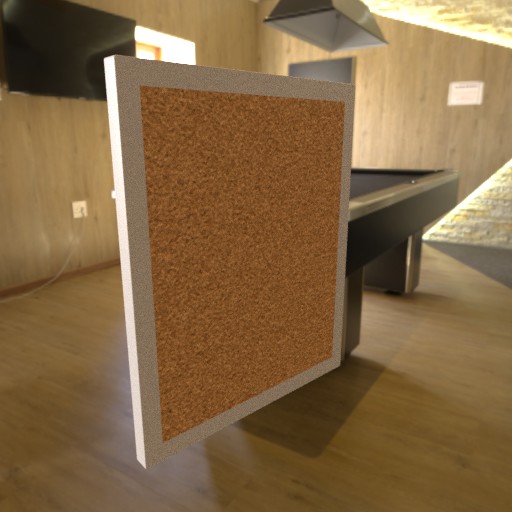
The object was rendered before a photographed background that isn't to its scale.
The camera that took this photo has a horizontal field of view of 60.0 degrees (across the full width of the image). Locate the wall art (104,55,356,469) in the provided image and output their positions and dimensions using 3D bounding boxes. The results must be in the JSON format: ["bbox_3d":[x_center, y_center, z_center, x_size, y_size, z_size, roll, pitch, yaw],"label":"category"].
[{"bbox_3d":[0.000,0.000,0.726,0.454,0.556,0.028,-13,20,-40],"label":"wall art"}]
